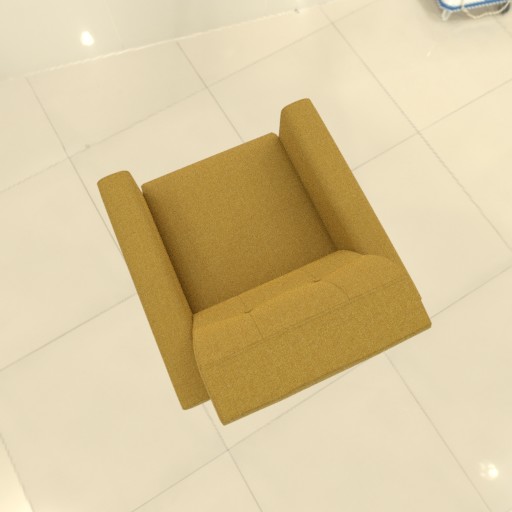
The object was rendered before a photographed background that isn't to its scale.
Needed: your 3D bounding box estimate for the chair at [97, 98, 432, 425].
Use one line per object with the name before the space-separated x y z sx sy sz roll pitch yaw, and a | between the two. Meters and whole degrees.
chair | 0.000 0.000 1.567 0.831 0.841 0.909 -23 76 -6
